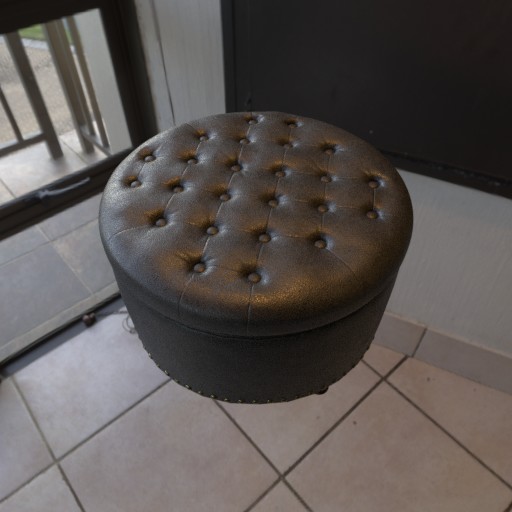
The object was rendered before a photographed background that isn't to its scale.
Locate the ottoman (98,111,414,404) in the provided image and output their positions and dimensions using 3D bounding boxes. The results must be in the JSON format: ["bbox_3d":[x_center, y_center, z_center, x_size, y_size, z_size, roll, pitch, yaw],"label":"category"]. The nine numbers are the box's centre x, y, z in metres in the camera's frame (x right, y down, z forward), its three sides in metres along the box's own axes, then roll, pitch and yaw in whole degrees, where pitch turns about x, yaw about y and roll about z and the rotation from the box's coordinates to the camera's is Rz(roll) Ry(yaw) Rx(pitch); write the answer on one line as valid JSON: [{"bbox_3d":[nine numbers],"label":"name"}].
[{"bbox_3d":[0.000,0.000,1.054,0.637,0.442,0.637,0,47,0],"label":"ottoman"}]
